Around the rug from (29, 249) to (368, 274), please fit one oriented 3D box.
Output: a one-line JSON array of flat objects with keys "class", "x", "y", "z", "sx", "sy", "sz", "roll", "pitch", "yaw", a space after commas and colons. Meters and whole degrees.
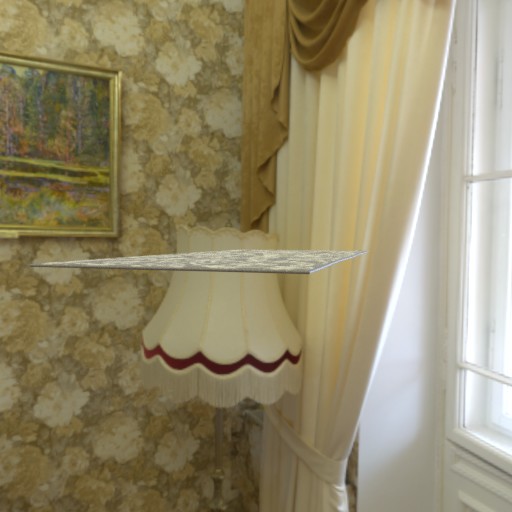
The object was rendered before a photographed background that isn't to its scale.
[{"class": "rug", "x": 0.000, "y": 0.000, "z": 1.417, "sx": 0.604, "sy": 0.007, "sz": 1.219, "roll": 1, "pitch": 2, "yaw": 19}]
